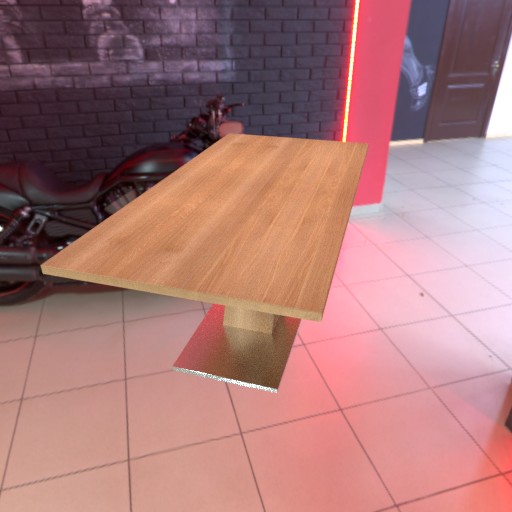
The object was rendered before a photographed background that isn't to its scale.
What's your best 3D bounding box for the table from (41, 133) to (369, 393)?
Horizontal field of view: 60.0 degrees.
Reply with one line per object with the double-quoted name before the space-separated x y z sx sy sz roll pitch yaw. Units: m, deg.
"table" 0.000 0.000 2.236 0.900 0.750 1.800 8 30 14
